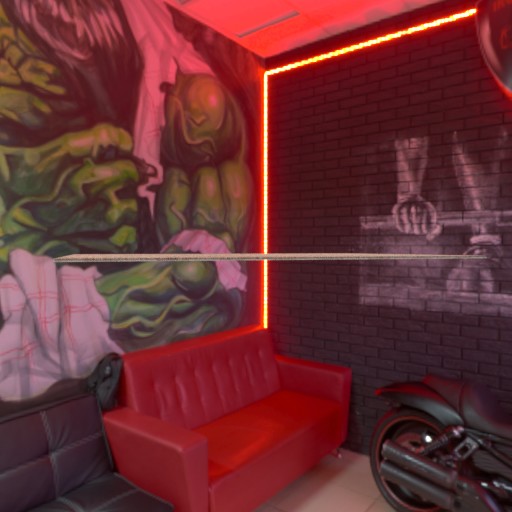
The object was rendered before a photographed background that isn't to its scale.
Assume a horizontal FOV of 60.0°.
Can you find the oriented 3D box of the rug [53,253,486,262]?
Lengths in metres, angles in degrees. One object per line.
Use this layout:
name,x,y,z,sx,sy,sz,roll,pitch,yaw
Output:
rug,0.000,0.000,2.889,2.280,0.015,1.521,0,1,-20
